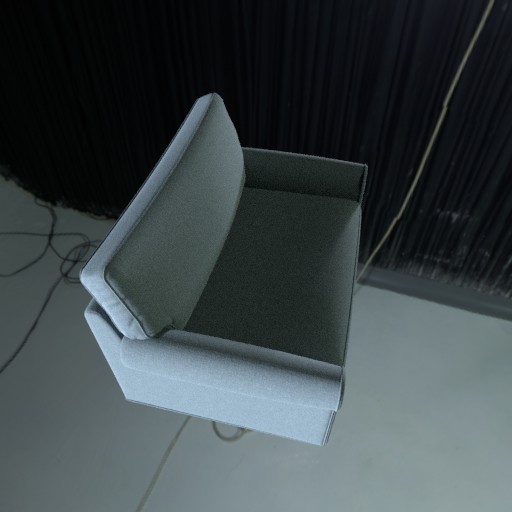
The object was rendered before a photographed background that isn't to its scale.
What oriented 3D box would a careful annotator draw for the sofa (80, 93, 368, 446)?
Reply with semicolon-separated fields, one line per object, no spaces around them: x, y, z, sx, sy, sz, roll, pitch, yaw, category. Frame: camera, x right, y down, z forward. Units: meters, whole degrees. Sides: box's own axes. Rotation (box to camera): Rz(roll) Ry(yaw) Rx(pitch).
0.000;0.000;2.077;0.940;0.953;1.410;10;47;9;sofa
